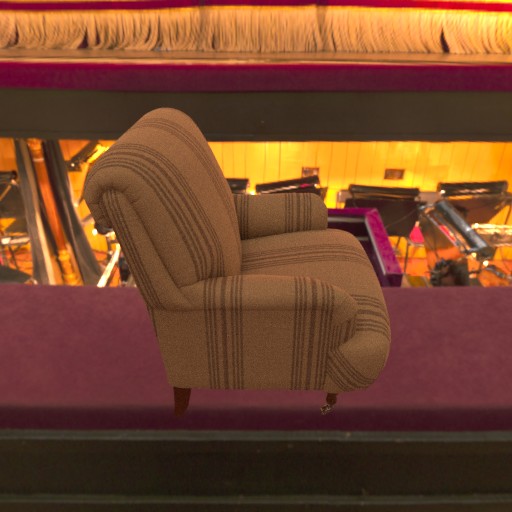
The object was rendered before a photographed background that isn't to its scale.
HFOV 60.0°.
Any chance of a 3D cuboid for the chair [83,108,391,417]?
[{"bbox_3d":[0.000,0.000,1.593,0.914,0.940,0.813,0,30,1],"label":"chair"}]
